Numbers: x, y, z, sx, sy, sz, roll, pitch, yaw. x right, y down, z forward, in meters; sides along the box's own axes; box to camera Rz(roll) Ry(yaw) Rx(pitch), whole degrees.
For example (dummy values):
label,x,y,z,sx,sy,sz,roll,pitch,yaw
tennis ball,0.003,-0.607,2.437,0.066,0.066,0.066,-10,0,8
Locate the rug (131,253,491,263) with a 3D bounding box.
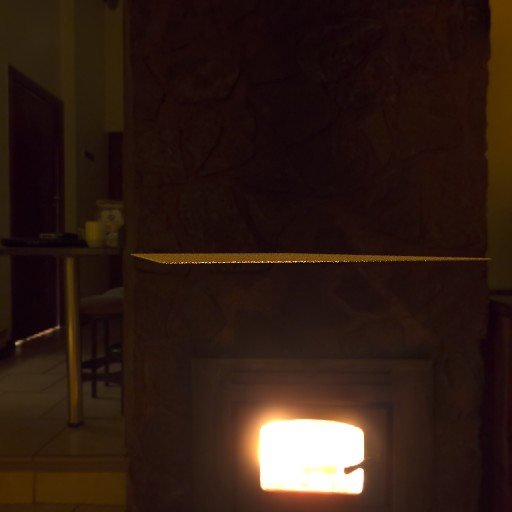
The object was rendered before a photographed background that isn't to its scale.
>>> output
label,x,y,z,sx,sy,sz,roll,pitch,yaw
rug,0.000,0.000,2.977,1.523,0.008,2.438,0,1,-18
